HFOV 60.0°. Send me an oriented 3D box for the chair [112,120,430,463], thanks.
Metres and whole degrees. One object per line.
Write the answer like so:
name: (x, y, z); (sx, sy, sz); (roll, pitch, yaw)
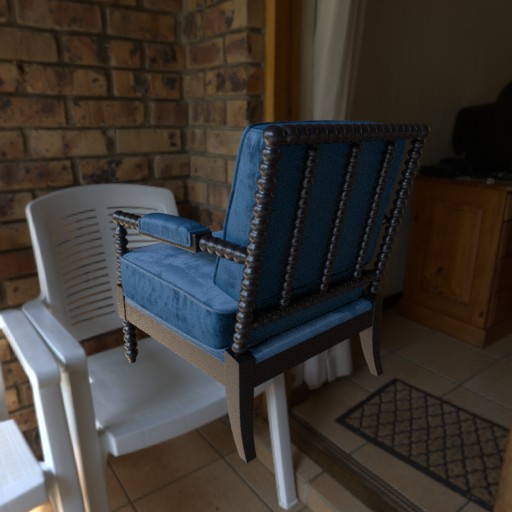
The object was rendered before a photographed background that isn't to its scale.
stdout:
chair: (0.000, 0.000, 1.462); (0.688, 0.857, 0.805); (-15, 23, -40)
